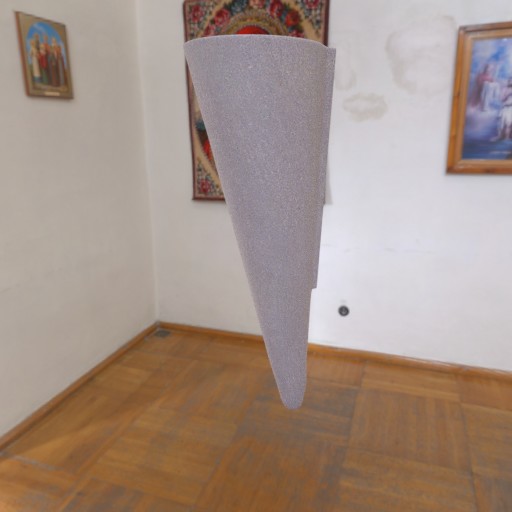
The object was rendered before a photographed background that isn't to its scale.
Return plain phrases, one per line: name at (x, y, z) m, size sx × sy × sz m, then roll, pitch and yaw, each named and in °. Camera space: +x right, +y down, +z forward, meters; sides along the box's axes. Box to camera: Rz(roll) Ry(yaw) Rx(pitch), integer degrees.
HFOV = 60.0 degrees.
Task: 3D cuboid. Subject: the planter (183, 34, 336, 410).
planter at (0.000, 0.000, 0.300) m, size 0.087 × 0.259 × 0.078 m, roll -8°, pitch 18°, yaw -25°
